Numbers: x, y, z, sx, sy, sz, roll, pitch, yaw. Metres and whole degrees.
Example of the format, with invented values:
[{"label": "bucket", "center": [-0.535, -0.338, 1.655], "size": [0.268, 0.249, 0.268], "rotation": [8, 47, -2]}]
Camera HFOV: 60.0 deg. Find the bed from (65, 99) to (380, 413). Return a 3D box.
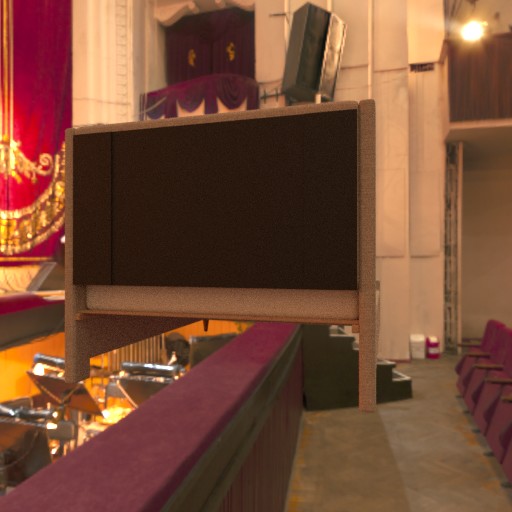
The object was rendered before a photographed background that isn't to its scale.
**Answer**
[{"label": "bed", "center": [0.000, 0.000, 3.834], "size": [2.045, 1.743, 2.370], "rotation": [0, 0, 16]}]
